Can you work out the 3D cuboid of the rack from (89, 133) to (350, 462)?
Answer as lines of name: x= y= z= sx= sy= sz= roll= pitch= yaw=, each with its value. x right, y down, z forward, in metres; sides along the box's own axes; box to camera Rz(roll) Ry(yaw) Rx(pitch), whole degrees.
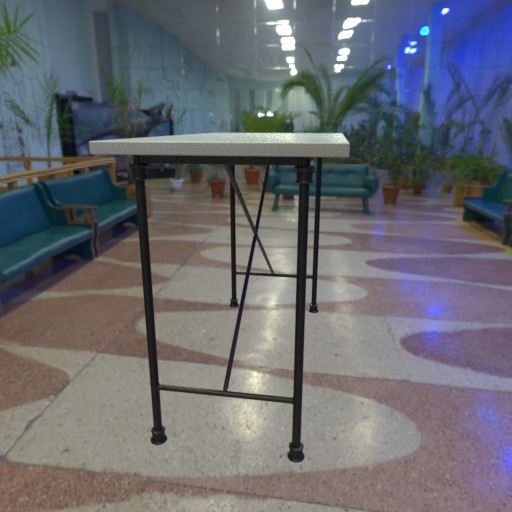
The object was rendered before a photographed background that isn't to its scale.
rack: x=0.000 y=0.000 z=1.682 sx=0.613 sy=0.880 sz=1.159 roll=3 pitch=17 yaw=9
